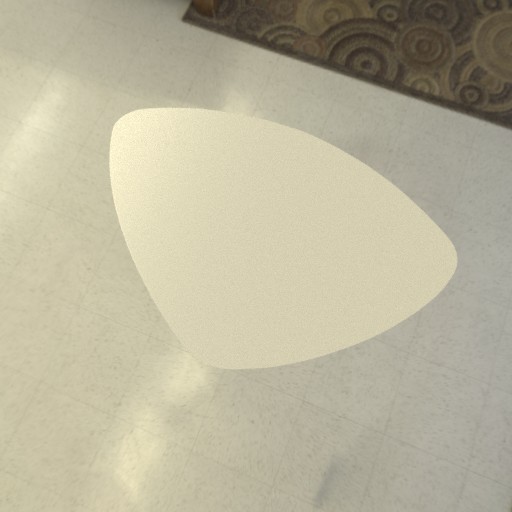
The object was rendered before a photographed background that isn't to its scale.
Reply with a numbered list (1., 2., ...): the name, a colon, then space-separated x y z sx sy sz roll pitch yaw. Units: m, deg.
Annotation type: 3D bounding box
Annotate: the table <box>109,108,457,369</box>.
1. table: 0.000 0.000 1.660 1.250 0.440 0.850 24 77 6
